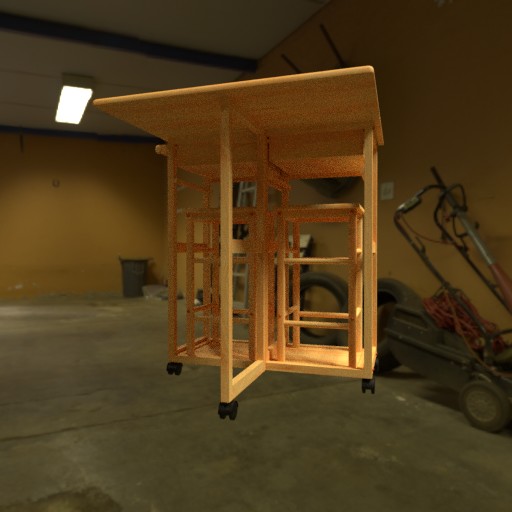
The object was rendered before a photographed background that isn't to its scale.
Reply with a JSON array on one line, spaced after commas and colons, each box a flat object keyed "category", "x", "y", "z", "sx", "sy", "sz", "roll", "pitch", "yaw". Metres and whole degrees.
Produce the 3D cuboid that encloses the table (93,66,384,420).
[{"category": "table", "x": 0.000, "y": 0.000, "z": 1.399, "sx": 0.752, "sy": 0.832, "sz": 0.693, "roll": 0, "pitch": 1, "yaw": 18}]
